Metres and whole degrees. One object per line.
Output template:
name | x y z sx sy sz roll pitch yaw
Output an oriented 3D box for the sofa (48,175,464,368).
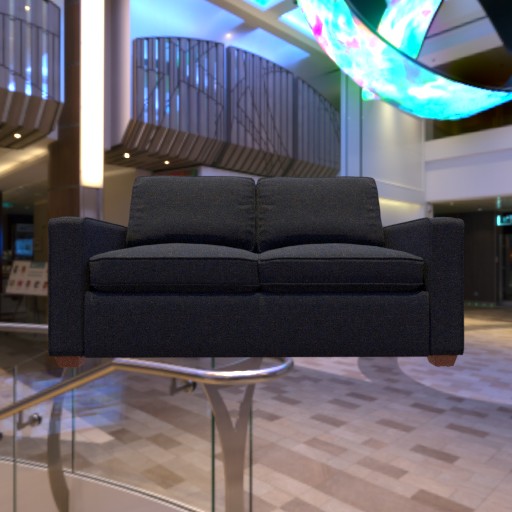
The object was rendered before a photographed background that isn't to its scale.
sofa | 0.000 0.000 2.239 1.709 0.918 0.947 0 0 -1
